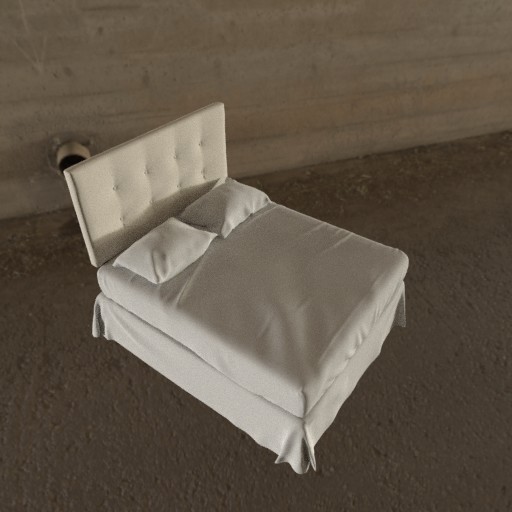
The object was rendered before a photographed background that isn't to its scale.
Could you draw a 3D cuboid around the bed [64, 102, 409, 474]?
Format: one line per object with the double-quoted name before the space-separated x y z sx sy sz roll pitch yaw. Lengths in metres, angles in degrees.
"bed" 0.000 0.000 3.516 2.222 1.577 1.936 25 45 27
